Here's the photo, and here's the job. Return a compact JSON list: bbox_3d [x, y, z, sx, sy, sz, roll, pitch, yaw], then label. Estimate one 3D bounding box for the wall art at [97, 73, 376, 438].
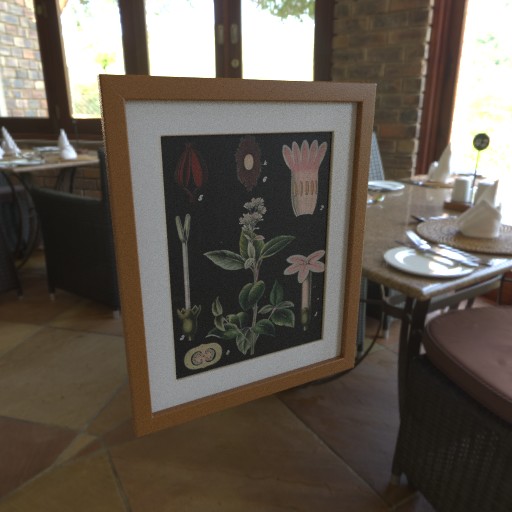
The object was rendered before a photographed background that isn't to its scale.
[{"bbox_3d":[0.000,0.000,0.742,0.449,0.550,0.021,-9,20,-26],"label":"wall art"}]
